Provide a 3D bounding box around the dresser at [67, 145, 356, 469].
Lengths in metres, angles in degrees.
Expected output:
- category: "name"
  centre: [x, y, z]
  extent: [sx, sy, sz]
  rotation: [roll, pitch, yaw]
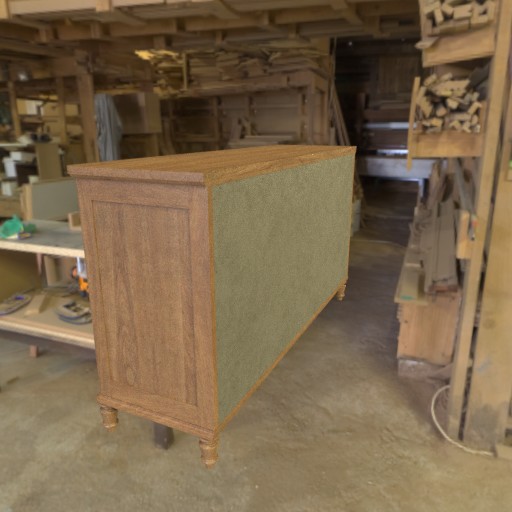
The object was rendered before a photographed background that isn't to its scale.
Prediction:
- category: "dresser"
  centre: [0.000, 0.000, 1.966]
  extent: [0.468, 0.892, 1.583]
  rotation: [8, 18, 24]
